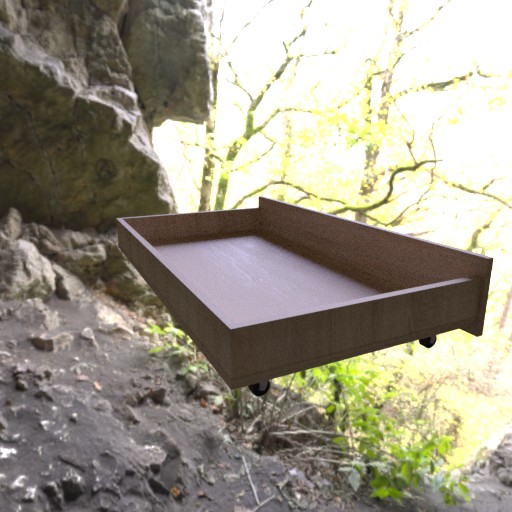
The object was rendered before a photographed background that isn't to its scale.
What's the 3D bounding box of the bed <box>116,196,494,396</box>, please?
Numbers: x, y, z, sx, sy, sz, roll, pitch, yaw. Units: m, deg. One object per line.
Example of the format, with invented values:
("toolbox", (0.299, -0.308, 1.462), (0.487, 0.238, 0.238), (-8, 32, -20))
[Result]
("bed", (0.000, 0.000, 1.449), (0.685, 0.209, 1.200), (-7, 17, -25))
